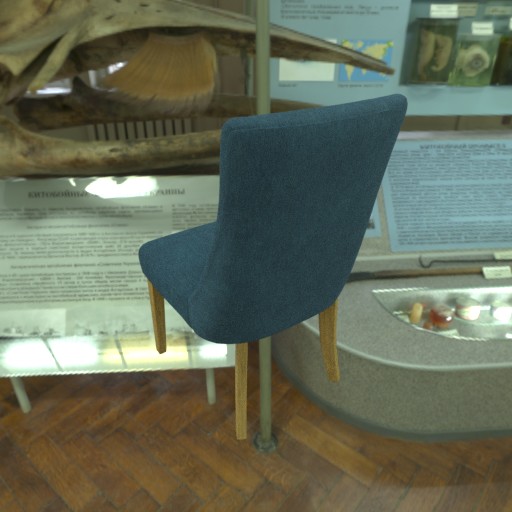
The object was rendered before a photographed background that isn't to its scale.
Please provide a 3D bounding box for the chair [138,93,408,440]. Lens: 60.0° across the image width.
[{"bbox_3d":[0.000,0.000,1.256,0.495,0.902,0.609,-19,34,-30],"label":"chair"}]
